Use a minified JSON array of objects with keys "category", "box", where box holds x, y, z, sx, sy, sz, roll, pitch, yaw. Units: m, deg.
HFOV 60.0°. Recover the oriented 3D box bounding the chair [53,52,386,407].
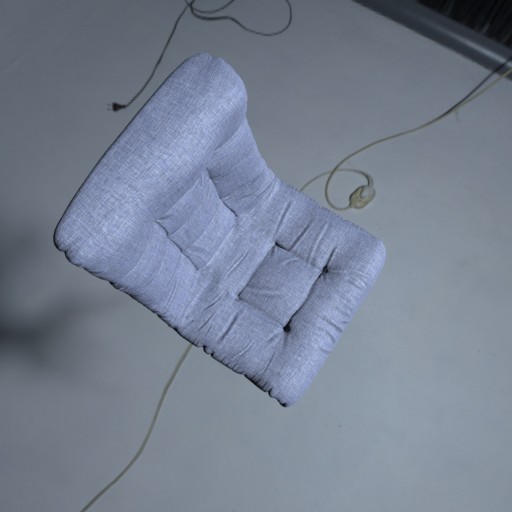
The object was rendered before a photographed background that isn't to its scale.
[{"category":"chair","box":[0.000,0.000,1.223,0.668,0.749,0.597,33,78,8]}]
